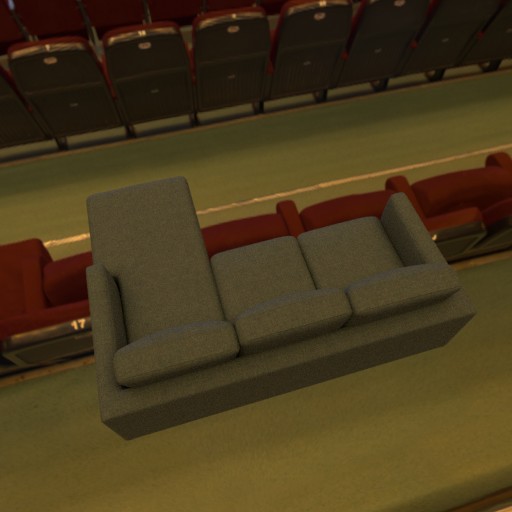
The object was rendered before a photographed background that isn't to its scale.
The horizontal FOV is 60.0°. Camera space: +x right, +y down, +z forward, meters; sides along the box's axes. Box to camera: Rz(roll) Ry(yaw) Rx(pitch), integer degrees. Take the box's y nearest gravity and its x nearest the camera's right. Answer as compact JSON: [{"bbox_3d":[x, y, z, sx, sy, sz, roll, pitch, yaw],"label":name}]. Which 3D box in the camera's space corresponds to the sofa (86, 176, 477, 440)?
[{"bbox_3d":[0.000,0.000,2.884,2.055,0.957,1.667,-14,59,-9],"label":"sofa"}]
